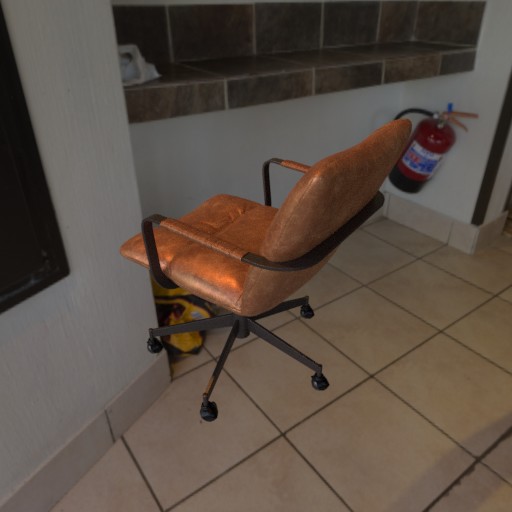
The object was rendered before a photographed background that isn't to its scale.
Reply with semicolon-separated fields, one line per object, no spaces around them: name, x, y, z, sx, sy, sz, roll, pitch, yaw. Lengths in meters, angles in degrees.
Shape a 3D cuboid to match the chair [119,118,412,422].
chair;0.000;0.000;1.502;0.754;0.922;0.727;20;36;30
